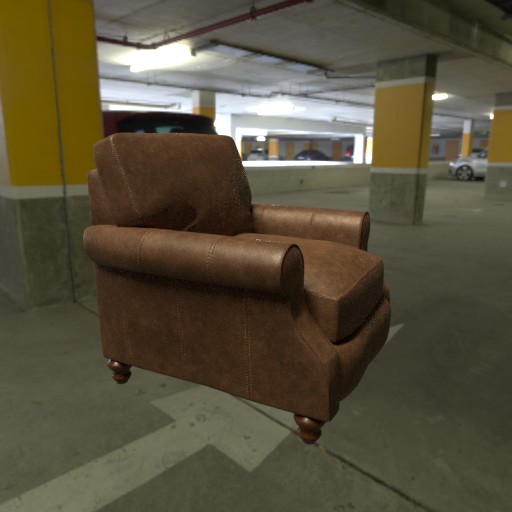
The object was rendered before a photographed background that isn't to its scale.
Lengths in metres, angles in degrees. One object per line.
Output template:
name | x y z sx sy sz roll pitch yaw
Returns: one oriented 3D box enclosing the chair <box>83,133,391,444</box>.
chair | 0.000 0.000 1.784 1.002 0.976 0.996 7 15 27
